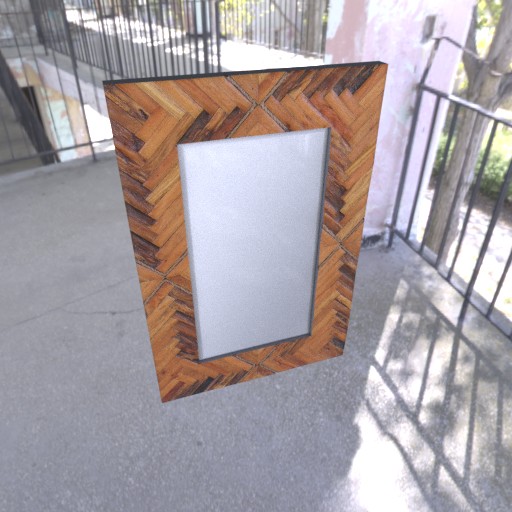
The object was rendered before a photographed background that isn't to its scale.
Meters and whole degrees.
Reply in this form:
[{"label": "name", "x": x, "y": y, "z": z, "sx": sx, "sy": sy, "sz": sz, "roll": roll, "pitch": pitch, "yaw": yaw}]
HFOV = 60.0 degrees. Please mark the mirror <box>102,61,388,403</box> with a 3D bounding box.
[{"label": "mirror", "x": 0.000, "y": 0.000, "z": 1.165, "sx": 0.606, "sy": 0.912, "sz": 0.044, "roll": -11, "pitch": 35, "yaw": -15}]
